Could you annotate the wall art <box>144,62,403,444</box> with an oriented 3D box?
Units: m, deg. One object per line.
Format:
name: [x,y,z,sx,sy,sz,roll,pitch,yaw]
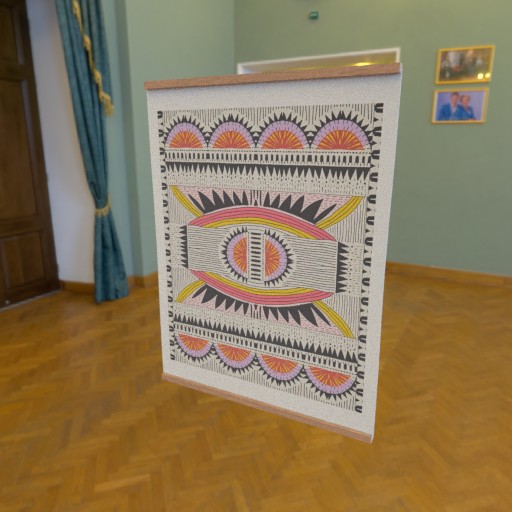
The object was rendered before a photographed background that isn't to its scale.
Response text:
wall art: [0.000,0.000,1.326,0.765,1.016,0.028,8,17,27]
